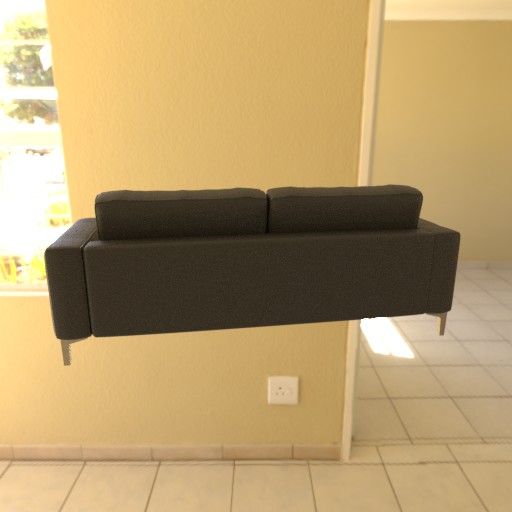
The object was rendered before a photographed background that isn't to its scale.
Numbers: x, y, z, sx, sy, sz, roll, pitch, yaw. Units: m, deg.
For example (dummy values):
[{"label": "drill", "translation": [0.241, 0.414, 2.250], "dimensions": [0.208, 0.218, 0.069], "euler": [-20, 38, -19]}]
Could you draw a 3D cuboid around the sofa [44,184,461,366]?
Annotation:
[{"label": "sofa", "translation": [0.000, 0.000, 2.769], "dimensions": [2.275, 0.893, 0.833], "euler": [-3, 16, -9]}]
